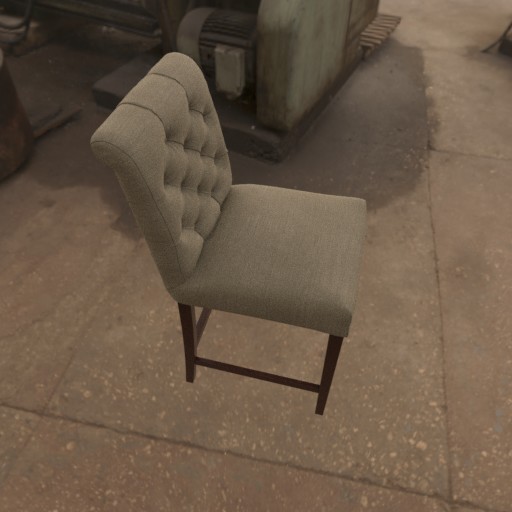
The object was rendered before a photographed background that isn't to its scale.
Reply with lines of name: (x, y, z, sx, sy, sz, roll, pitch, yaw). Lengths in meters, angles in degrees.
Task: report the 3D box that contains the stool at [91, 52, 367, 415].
stool: (0.000, 0.000, 1.440, 0.660, 1.084, 0.486, 11, 48, 10)
